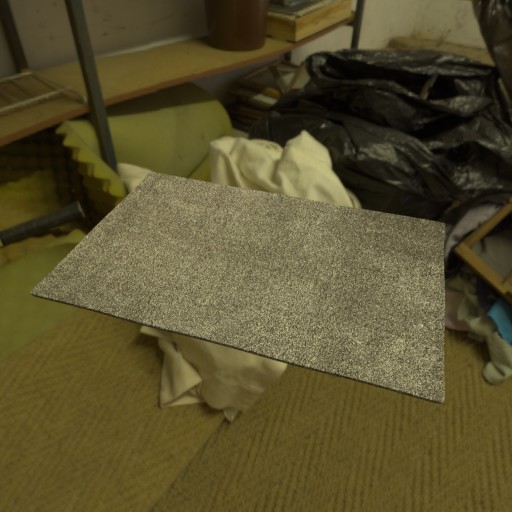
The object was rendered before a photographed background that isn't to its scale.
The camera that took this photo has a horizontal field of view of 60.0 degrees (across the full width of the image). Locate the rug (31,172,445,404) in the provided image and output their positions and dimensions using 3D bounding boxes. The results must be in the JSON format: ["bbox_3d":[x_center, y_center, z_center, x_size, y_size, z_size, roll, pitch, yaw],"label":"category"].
[{"bbox_3d":[0.000,0.000,2.901,2.352,0.025,1.501,12,42,14],"label":"rug"}]
